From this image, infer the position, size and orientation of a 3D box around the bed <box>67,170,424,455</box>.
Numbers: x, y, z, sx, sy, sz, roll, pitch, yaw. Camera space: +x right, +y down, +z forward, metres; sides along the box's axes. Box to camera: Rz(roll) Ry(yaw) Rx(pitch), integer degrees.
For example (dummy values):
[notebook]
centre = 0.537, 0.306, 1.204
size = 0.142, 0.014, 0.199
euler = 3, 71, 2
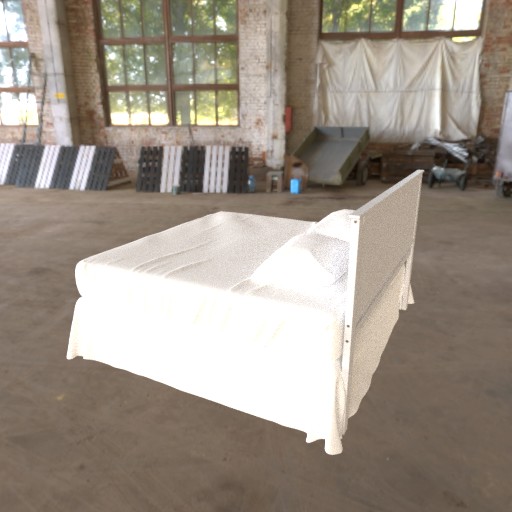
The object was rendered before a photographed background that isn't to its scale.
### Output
[bed]
centre = 0.000, 0.000, 3.573
size = 2.215, 1.273, 2.317
euler = 9, 20, 27
